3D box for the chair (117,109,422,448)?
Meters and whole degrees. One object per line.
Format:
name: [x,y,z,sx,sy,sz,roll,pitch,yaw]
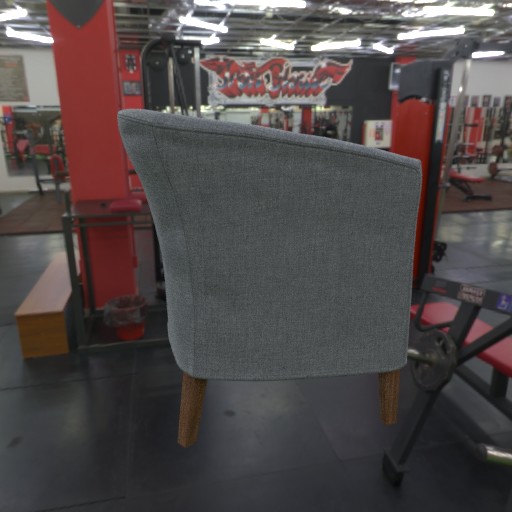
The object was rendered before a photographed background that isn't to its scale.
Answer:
chair: [0.000,0.000,1.231,0.668,0.771,0.600,-3,17,-10]
